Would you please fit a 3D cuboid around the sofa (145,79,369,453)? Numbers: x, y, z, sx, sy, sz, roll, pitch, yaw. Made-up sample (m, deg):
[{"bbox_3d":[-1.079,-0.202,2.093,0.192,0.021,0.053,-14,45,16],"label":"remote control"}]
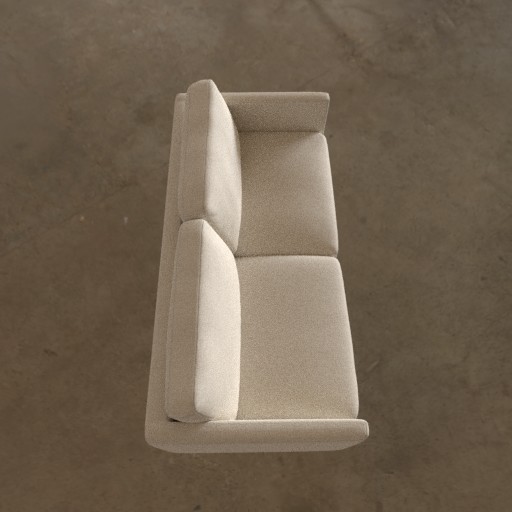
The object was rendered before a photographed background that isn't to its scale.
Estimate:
[{"bbox_3d":[0.000,0.000,2.474,0.965,0.889,1.981,-1,63,0],"label":"sofa"}]
